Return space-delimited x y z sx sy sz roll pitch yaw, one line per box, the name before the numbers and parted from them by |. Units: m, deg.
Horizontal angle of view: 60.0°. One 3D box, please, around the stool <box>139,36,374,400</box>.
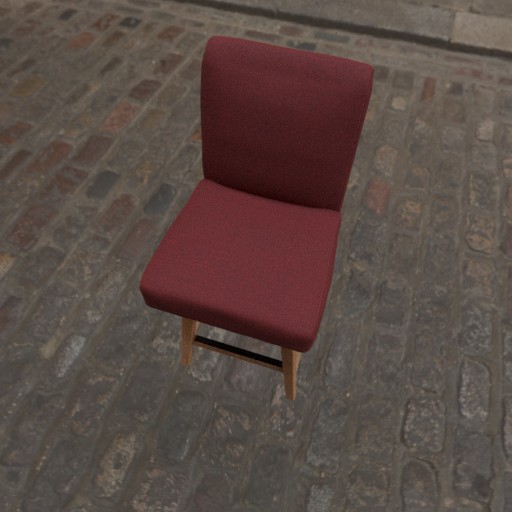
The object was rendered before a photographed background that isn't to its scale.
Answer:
stool | 0.000 0.000 1.335 0.468 1.038 0.562 15 59 9
